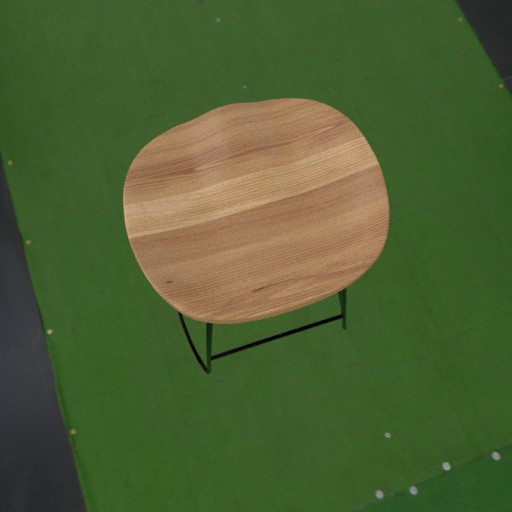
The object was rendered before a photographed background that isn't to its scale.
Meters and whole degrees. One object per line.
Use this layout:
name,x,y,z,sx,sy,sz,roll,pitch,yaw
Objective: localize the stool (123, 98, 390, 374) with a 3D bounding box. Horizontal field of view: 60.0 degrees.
stool,0.000,0.000,0.983,0.480,0.679,0.401,-17,75,-5
